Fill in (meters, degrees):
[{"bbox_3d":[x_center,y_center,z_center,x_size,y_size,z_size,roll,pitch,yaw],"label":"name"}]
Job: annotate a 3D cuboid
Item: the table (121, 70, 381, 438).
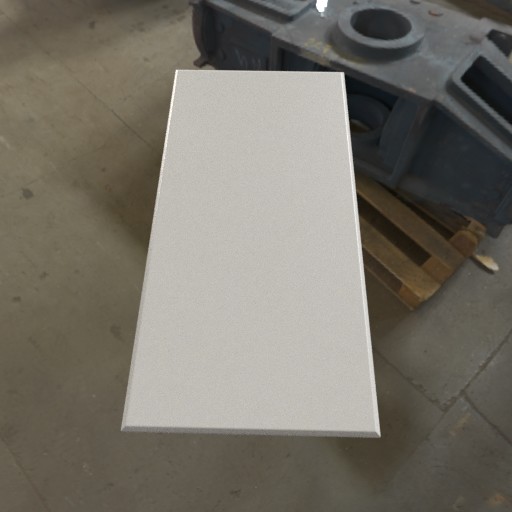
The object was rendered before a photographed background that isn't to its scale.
[{"bbox_3d":[0.000,0.000,1.414,0.551,0.506,1.109,1,62,1],"label":"table"}]
